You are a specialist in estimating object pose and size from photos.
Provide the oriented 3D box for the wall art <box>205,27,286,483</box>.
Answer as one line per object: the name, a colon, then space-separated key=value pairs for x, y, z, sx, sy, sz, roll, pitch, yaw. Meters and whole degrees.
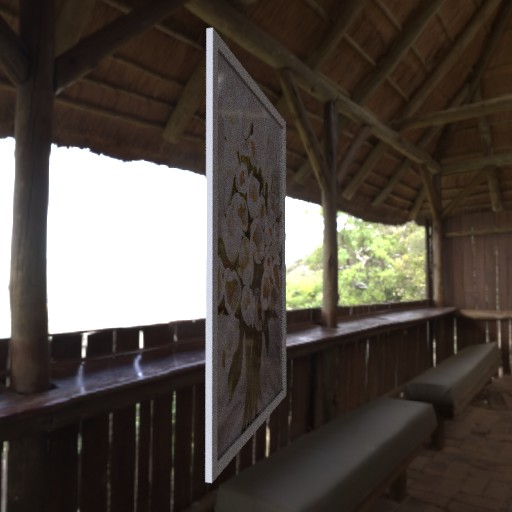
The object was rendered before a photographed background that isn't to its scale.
wall art: x=0.000 y=0.000 z=1.256 sx=0.015 sy=0.965 sz=0.660 roll=0 pitch=-1 yaw=18
